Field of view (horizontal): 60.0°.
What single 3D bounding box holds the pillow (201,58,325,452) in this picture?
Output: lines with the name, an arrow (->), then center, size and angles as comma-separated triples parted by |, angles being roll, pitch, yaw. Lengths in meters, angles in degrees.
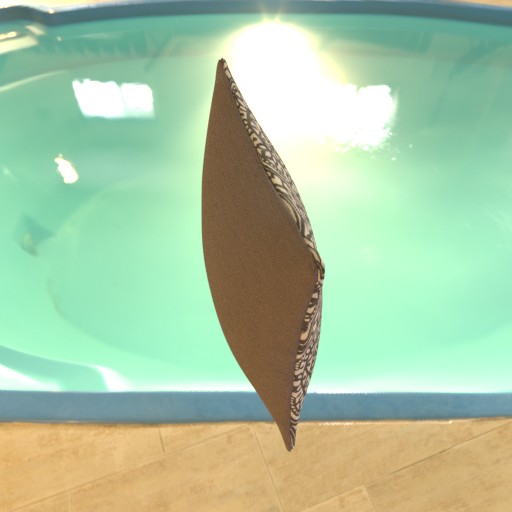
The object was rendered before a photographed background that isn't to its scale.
pillow -> 0.000, 0.000, 0.660 | 0.148, 0.417, 0.436 | -11, 48, -10
